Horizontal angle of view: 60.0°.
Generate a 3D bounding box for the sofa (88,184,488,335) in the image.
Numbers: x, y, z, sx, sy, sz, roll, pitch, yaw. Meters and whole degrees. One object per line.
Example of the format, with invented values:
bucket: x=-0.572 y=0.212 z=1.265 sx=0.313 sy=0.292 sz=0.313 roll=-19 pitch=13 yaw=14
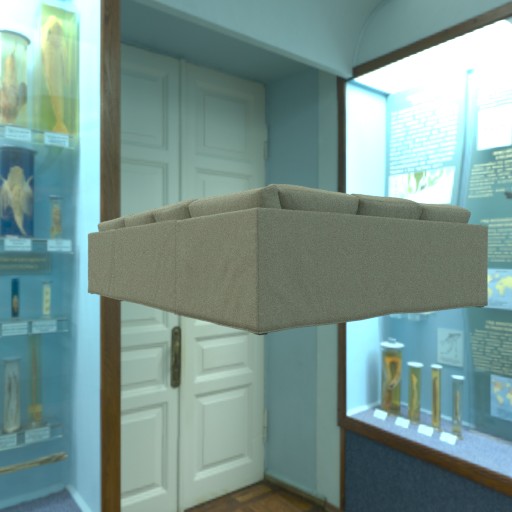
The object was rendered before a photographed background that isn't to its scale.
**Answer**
sofa: x=0.000 y=0.000 z=4.484 sx=2.427 sy=0.882 sz=3.460 roll=0 pitch=0 yaw=-35
